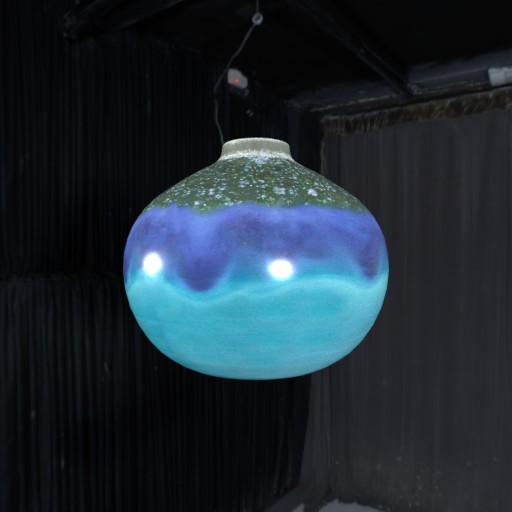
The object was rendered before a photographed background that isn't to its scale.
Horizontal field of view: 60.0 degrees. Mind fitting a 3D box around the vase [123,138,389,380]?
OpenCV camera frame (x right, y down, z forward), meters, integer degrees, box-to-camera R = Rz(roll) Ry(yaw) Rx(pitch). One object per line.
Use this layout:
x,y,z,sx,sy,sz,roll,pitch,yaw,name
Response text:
0.000,0.000,0.268,0.154,0.133,0.154,0,1,0,vase
